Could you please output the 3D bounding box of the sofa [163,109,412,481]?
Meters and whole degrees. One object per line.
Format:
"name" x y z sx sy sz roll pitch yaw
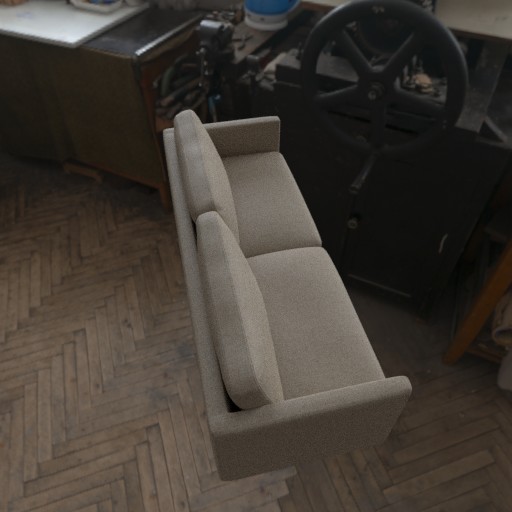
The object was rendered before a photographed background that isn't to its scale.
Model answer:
"sofa" 0.000 0.000 2.895 0.951 0.965 2.434 -10 48 -9
